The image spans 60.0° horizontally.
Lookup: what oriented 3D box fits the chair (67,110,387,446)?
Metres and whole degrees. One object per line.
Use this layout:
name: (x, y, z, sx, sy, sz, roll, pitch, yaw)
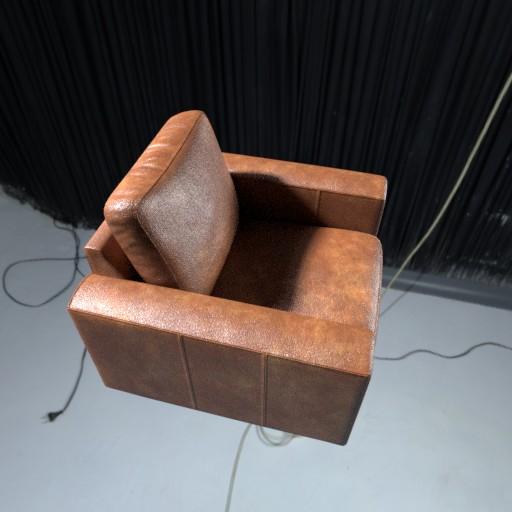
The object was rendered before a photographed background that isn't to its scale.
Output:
chair: (0.000, 0.000, 1.763, 1.016, 0.873, 1.005, 10, 47, 10)
